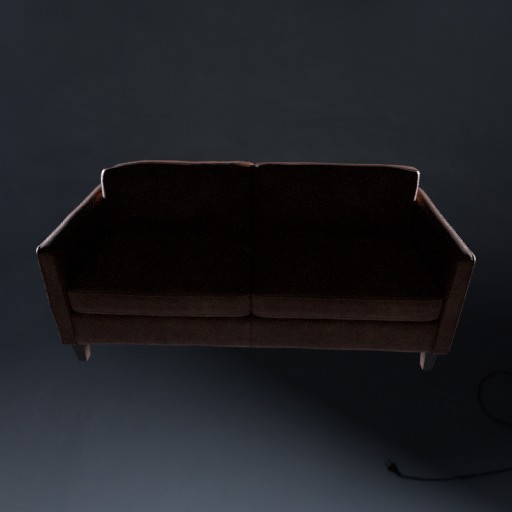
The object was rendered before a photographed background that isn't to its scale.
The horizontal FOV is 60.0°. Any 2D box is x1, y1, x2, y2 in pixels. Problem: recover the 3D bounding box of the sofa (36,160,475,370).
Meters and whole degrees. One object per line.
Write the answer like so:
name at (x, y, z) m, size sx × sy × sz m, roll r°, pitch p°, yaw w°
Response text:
sofa at (0.000, 0.000, 2.433) m, size 1.971 × 0.863 × 0.923 m, roll 1°, pitch 30°, yaw 2°
